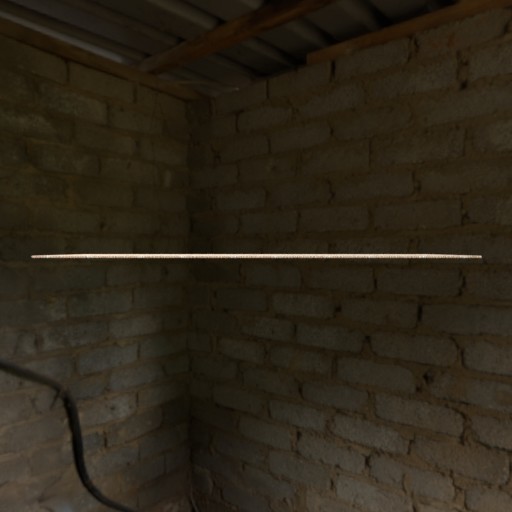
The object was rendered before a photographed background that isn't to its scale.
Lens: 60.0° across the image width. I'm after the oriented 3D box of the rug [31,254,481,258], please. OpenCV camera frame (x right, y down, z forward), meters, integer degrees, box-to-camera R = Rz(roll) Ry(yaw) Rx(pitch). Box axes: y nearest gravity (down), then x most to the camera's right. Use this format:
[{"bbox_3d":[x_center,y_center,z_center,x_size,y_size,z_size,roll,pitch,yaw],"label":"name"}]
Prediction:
[{"bbox_3d":[0.000,0.000,2.594,2.289,0.013,0.691,0,1,0],"label":"rug"}]
